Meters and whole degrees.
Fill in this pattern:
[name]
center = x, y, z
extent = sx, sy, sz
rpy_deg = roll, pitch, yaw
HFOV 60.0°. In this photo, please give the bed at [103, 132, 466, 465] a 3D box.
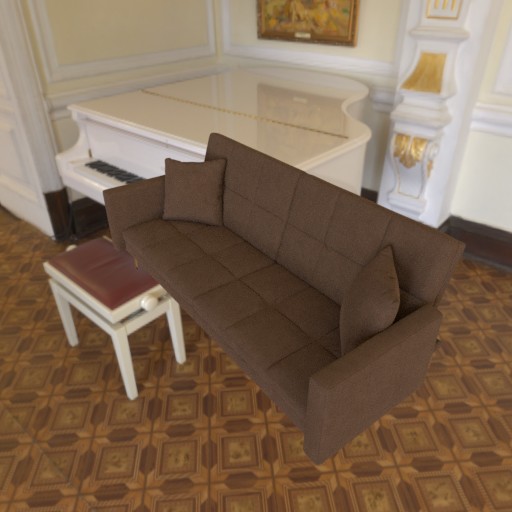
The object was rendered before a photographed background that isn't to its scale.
[bed]
center = 0.000, 0.000, 2.312
extent = 0.889, 0.787, 1.905
rpy_deg = -22, 39, -30
